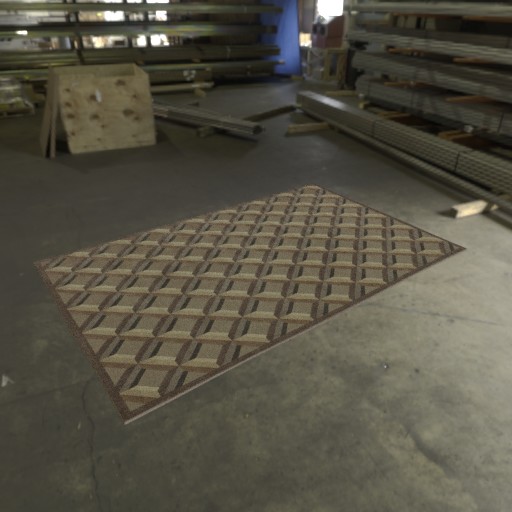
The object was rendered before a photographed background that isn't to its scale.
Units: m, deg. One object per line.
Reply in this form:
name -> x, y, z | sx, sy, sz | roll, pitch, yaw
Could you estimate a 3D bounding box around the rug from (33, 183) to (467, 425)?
rug -> 0.000, 0.000, 2.014 | 1.677, 0.011, 1.066 | -20, 35, -31
